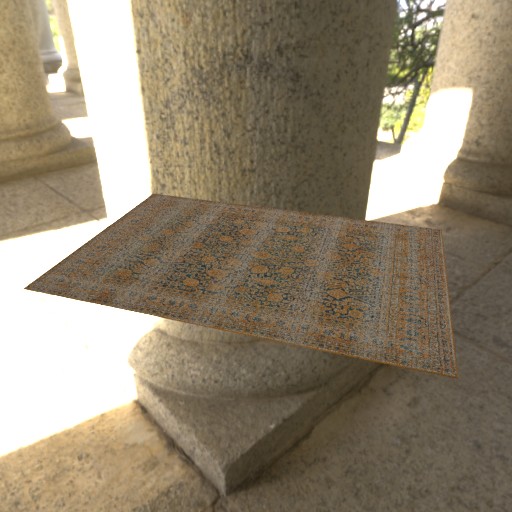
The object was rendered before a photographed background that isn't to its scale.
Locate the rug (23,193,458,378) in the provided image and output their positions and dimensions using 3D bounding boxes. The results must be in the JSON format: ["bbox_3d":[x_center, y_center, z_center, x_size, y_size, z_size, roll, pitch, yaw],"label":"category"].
[{"bbox_3d":[0.000,0.000,2.877,2.336,0.007,1.525,9,31,15],"label":"rug"}]
